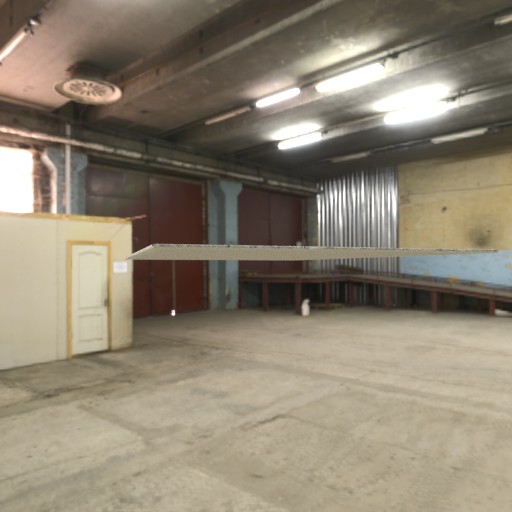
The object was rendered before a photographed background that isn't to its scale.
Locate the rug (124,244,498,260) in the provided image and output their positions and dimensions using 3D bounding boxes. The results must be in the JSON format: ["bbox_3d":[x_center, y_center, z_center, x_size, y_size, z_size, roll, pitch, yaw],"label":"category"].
[{"bbox_3d":[0.000,0.000,2.822,1.521,0.015,2.280,0,-2,-19],"label":"rug"}]
